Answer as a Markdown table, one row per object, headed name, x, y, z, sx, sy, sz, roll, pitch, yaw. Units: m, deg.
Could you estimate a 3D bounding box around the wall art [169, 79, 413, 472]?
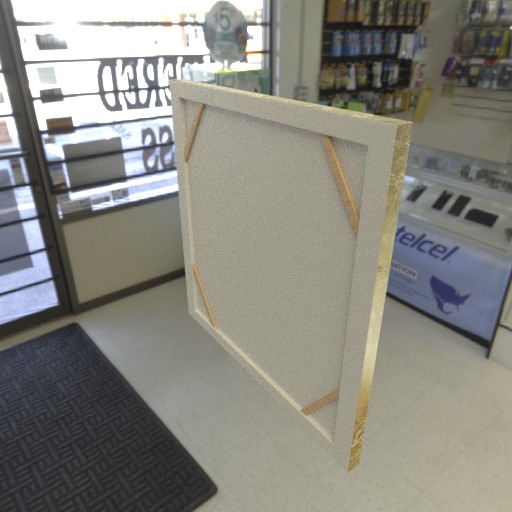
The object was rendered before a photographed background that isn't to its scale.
| name | x | y | z | sx | sy | sz | roll | pitch | yaw |
| --- | --- | --- | --- | --- | --- | --- | --- | --- | --- |
| wall art | 0.000 | 0.000 | 1.583 | 0.051 | 1.091 | 1.092 | -18 | 32 | -31 |
